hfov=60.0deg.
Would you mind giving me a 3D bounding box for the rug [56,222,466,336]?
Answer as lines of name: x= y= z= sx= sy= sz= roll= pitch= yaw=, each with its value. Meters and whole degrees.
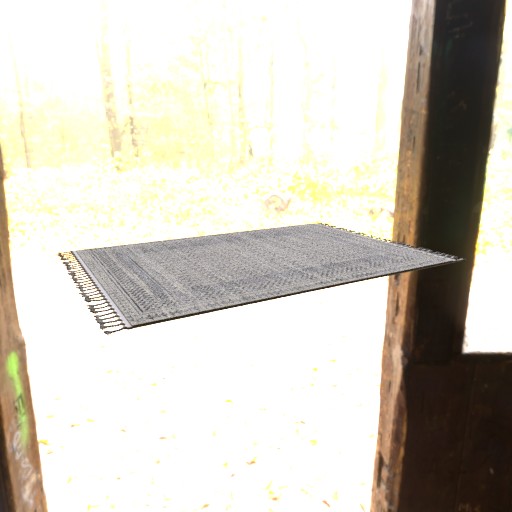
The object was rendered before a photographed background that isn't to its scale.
rug: x=0.000 y=0.000 z=2.396 sx=1.872 sy=0.013 sz=1.243 roll=-8 pitch=17 yaw=-29
